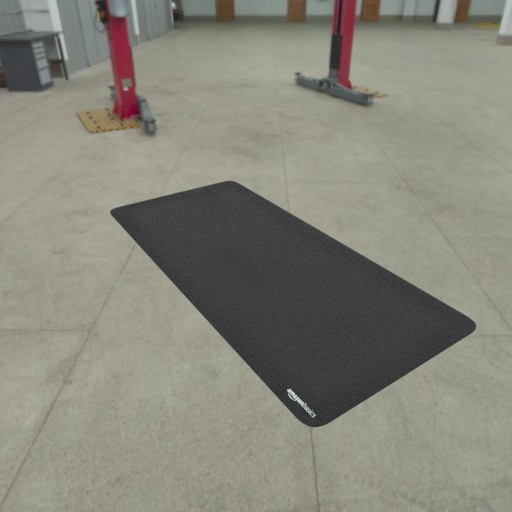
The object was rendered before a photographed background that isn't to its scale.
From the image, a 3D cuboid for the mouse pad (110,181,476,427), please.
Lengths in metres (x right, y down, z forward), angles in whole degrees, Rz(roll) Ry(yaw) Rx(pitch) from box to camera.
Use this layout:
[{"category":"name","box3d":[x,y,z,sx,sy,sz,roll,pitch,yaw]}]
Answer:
[{"category":"mouse pad","box3d":[0.000,0.000,1.059,0.424,0.003,0.907,-19,36,-29]}]
